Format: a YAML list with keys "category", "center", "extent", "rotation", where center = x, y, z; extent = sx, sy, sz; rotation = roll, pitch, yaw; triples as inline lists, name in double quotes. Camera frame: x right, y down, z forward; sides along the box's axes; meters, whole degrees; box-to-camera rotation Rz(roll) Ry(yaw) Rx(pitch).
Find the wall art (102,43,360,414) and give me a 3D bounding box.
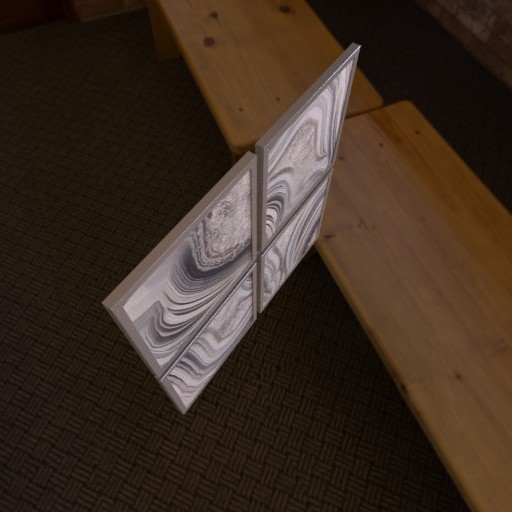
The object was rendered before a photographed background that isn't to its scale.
- category: "wall art"
  center: [0.000, 0.000, 1.668]
  extent: [0.029, 1.118, 1.118]
  rotation: [31, 64, 17]
